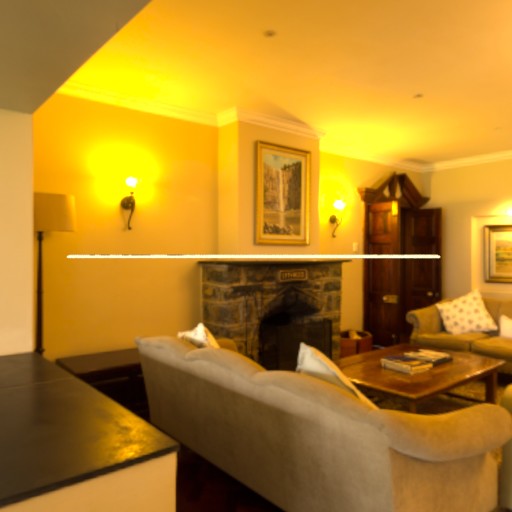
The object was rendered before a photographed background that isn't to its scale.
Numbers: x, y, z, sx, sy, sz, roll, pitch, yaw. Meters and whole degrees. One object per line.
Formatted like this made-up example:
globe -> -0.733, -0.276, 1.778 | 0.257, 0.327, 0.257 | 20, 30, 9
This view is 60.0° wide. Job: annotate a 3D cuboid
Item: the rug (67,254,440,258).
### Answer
rug -> 0.000, 0.000, 2.923 | 1.514, 0.014, 2.275 | 0, 0, 1
